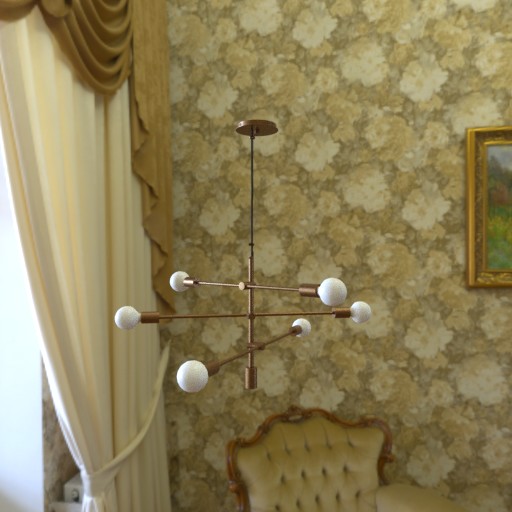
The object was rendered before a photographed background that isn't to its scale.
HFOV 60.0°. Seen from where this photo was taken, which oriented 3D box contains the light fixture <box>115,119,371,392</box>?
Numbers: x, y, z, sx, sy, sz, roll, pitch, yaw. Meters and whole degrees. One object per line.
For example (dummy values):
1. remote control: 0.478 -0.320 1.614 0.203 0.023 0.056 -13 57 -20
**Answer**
1. light fixture: 0.000 0.000 1.256 0.682 0.744 0.637 0 0 -36
